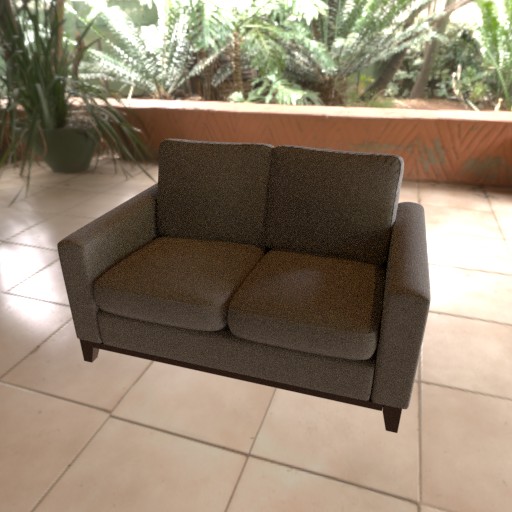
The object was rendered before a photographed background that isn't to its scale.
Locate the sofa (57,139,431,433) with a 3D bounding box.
[{"bbox_3d":[0.000,0.000,2.002,1.420,0.873,0.917,8,28,15],"label":"sofa"}]
